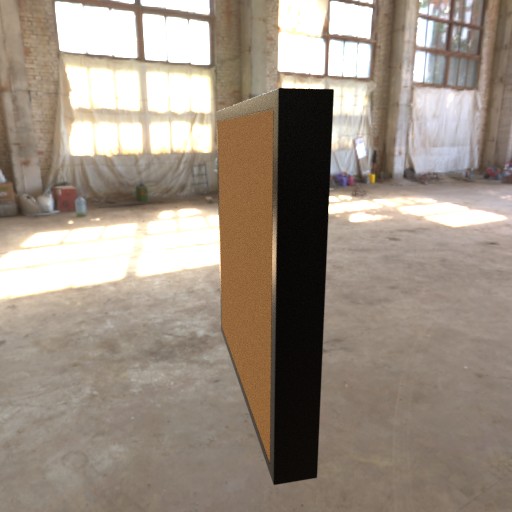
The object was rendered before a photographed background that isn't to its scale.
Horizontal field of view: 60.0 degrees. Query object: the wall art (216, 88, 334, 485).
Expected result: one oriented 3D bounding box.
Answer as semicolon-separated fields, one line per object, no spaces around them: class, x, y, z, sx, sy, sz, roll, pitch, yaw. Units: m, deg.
wall art;0.000;0.000;0.460;0.037;0.299;0.299;-3;16;-12
